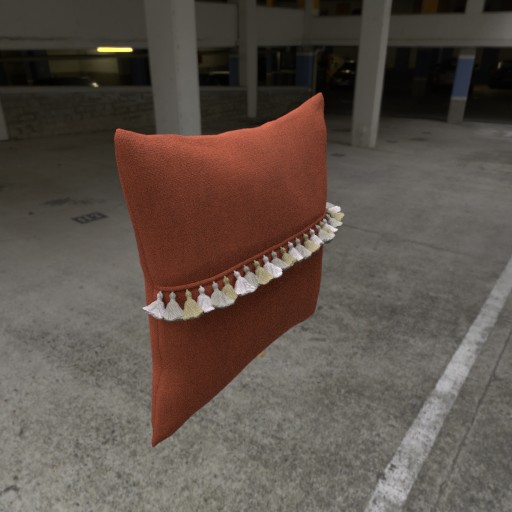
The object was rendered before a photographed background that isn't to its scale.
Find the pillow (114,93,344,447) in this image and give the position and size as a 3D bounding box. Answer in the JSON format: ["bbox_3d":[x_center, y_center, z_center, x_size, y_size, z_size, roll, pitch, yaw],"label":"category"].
[{"bbox_3d":[0.000,0.000,0.747,0.165,0.482,0.490,18,31,33],"label":"pillow"}]
